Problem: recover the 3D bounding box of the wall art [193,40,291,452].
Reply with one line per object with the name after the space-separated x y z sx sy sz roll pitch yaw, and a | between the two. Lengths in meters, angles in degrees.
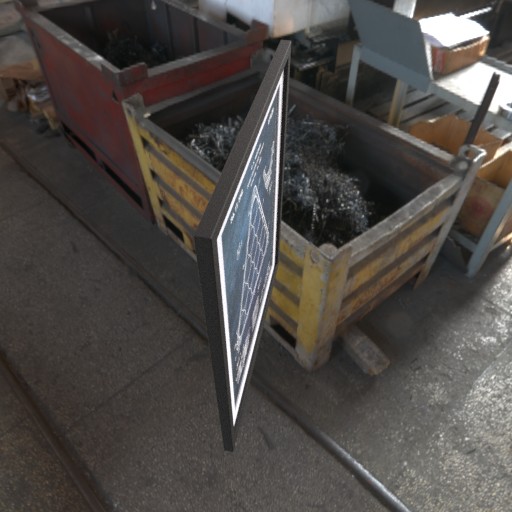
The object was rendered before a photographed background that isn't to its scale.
0.000 0.000 1.221 0.028 0.863 0.755 9 47 8 | wall art
